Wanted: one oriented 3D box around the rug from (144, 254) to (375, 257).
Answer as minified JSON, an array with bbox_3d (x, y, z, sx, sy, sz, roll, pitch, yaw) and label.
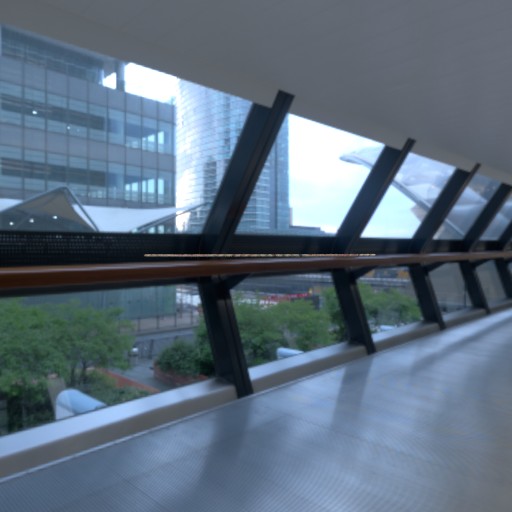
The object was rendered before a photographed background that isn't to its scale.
[{"bbox_3d":[0.000,0.000,2.680,0.771,0.009,2.443,0,0,-1],"label":"rug"}]
